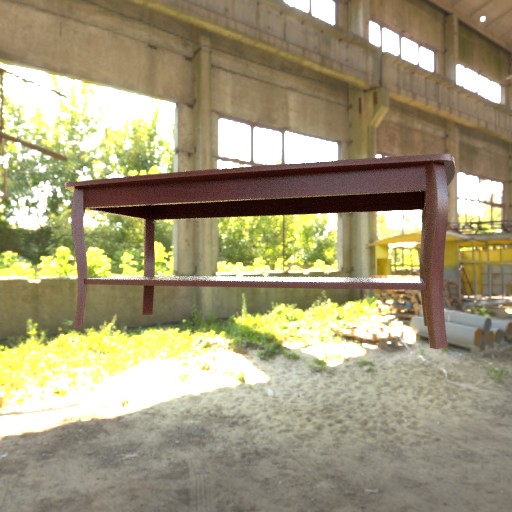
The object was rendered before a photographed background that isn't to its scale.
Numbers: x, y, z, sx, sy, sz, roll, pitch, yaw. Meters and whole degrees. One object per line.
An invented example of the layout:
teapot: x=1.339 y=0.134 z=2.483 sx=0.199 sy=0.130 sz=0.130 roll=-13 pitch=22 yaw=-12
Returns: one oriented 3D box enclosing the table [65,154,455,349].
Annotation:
table: x=0.000 y=0.000 z=1.483 sx=1.216 sy=0.473 sz=0.561 roll=0 pitch=-1 yaw=19
